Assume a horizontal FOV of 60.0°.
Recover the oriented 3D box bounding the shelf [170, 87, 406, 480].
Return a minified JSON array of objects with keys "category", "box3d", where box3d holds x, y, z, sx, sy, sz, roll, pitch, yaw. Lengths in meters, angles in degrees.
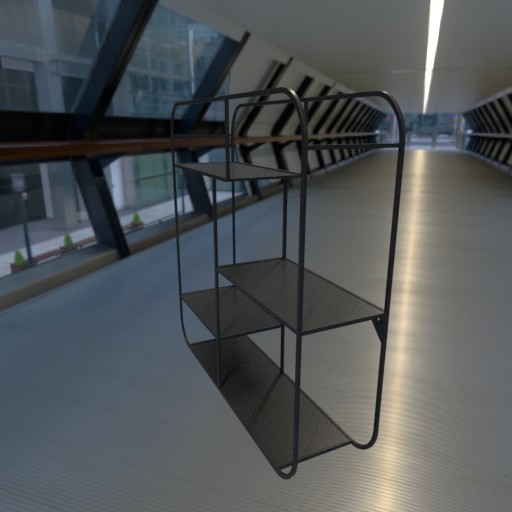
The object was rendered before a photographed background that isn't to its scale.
[{"category":"shelf","box3d":[0.000,0.000,0.892,0.160,0.600,0.600,-8,18,-25]}]
